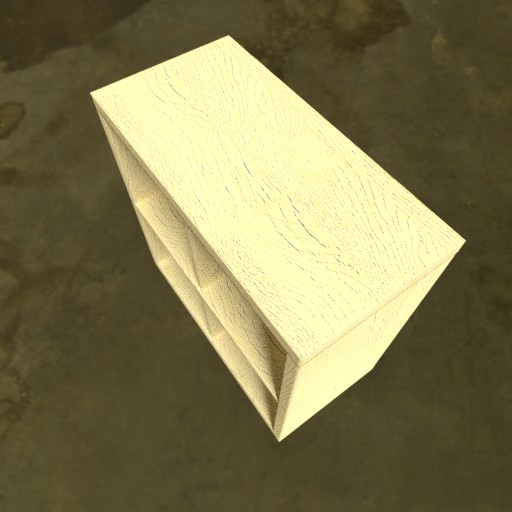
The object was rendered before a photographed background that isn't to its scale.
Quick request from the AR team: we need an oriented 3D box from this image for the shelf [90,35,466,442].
[{"bbox_3d":[0.000,0.000,1.265,0.390,0.786,0.790,-31,64,-18],"label":"shelf"}]
